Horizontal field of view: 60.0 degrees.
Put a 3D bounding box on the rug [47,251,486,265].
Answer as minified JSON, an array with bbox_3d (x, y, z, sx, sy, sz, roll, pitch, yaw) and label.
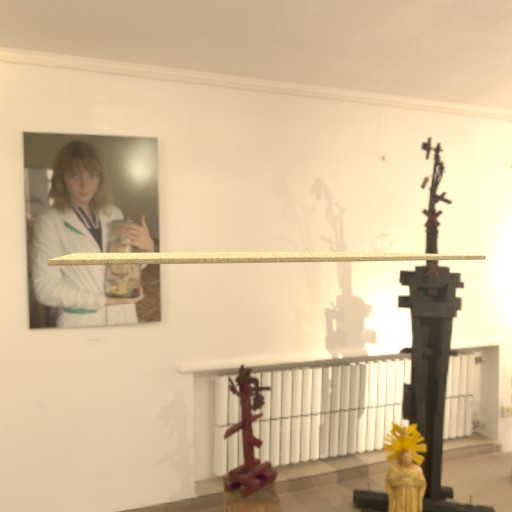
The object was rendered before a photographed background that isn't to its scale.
[{"bbox_3d":[0.000,0.000,2.940,2.346,0.025,1.500,0,2,-18],"label":"rug"}]
